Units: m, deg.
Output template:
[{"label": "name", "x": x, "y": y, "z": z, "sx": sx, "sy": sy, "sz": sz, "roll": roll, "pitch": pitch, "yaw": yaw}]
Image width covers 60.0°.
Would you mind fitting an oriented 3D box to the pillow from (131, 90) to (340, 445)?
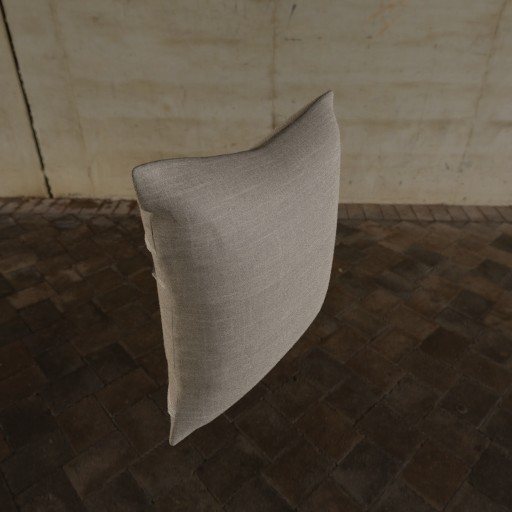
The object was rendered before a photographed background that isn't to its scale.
[{"label": "pillow", "x": 0.000, "y": 0.000, "z": 0.650, "sx": 0.169, "sy": 0.400, "sz": 0.424, "roll": 20, "pitch": 37, "yaw": 29}]
